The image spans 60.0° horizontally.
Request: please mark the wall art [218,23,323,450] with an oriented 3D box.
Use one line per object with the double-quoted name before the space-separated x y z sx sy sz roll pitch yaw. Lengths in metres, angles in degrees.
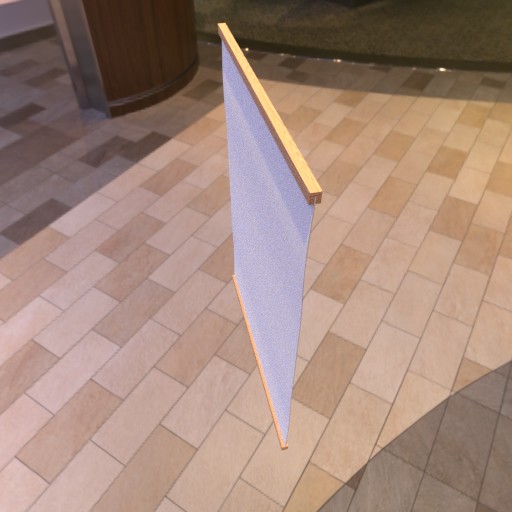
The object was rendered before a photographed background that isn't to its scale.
"wall art" 0.000 0.000 1.280 0.020 1.016 0.739 -10 47 -10
